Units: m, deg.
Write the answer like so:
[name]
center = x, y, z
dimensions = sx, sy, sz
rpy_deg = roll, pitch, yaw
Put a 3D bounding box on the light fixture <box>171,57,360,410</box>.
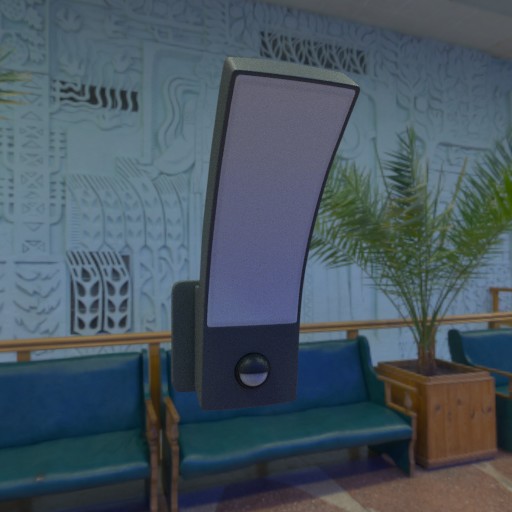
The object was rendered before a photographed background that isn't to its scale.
[light fixture]
center = 0.000, 0.000, 0.341
dimensions = 0.108, 0.243, 0.174
rpy_deg = 0, 0, -18
